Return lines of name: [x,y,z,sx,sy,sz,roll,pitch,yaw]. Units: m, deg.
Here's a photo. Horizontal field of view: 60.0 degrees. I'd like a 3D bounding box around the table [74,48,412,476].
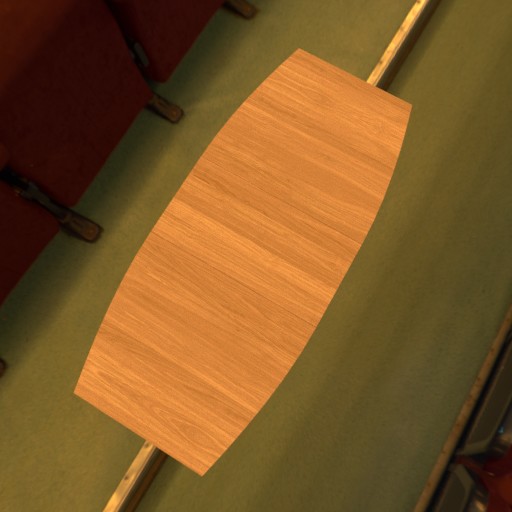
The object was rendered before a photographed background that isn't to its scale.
table: [0.000,0.000,2.475,0.900,0.750,2.032,30,78,7]
